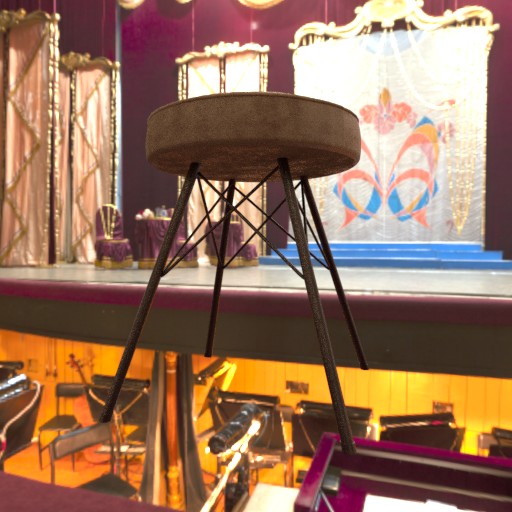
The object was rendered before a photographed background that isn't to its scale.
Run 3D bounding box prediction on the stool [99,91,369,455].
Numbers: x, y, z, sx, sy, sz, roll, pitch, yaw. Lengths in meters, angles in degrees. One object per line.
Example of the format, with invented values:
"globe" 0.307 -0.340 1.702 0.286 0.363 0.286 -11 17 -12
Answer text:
"stool" 0.000 0.000 0.882 0.423 0.538 0.457 0 1 17
